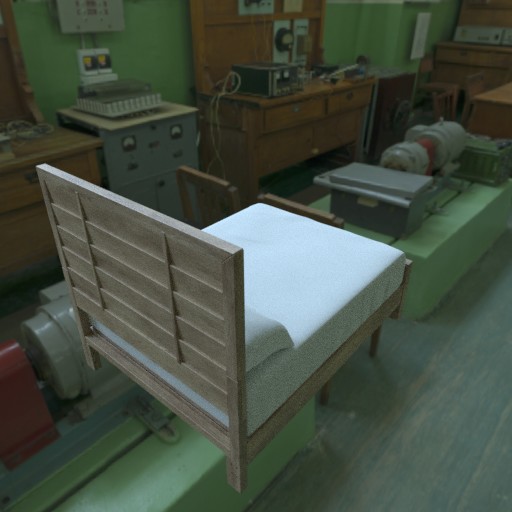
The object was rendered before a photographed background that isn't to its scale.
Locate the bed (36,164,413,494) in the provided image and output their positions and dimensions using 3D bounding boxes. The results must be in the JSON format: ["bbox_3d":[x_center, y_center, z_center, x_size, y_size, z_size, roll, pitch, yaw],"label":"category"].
[{"bbox_3d":[0.000,0.000,3.347,1.626,1.626,2.197,23,38,34],"label":"bed"}]
